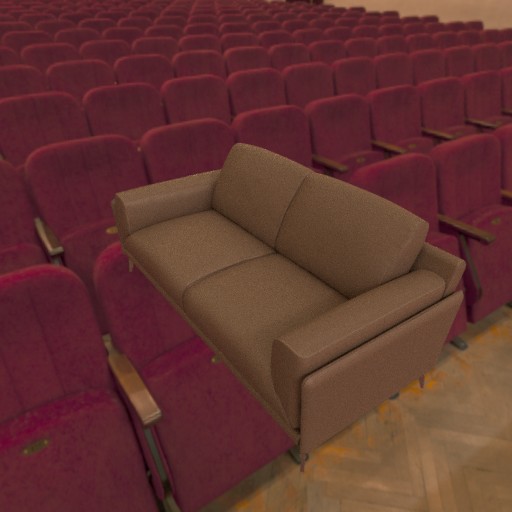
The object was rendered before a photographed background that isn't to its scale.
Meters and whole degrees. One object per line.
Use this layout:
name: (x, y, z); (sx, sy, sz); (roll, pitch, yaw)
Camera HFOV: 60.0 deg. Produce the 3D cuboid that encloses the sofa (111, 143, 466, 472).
sofa: (0.000, 0.000, 2.674); (1.049, 0.930, 2.101); (-20, 36, -30)
